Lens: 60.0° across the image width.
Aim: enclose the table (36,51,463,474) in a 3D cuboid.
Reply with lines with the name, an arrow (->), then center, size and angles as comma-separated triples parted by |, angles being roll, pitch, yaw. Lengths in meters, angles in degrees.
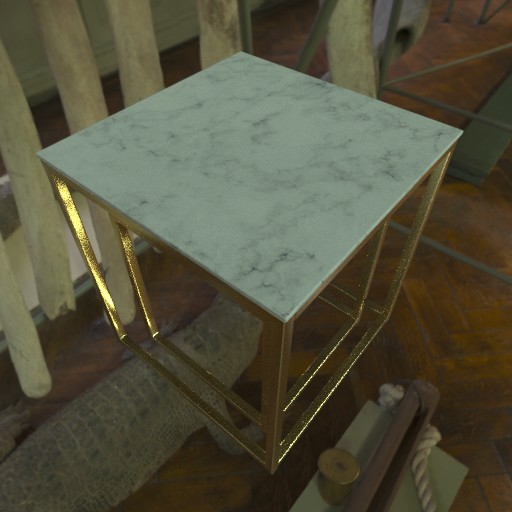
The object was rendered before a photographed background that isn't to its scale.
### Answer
table -> 0.000, 0.000, 0.839 | 0.450, 0.500, 0.450 | 31, 55, 26
